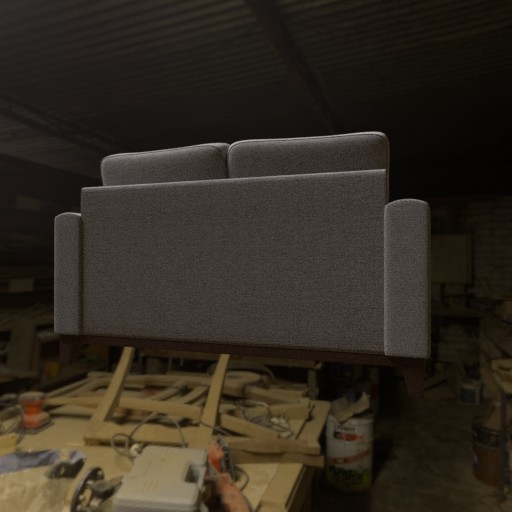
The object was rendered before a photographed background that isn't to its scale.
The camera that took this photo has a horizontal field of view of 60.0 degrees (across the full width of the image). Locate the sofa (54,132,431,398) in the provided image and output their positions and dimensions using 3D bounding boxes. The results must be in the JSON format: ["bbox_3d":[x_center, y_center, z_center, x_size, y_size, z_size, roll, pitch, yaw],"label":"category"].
[{"bbox_3d":[0.000,0.000,1.994,1.420,0.873,0.917,0,0,18],"label":"sofa"}]
